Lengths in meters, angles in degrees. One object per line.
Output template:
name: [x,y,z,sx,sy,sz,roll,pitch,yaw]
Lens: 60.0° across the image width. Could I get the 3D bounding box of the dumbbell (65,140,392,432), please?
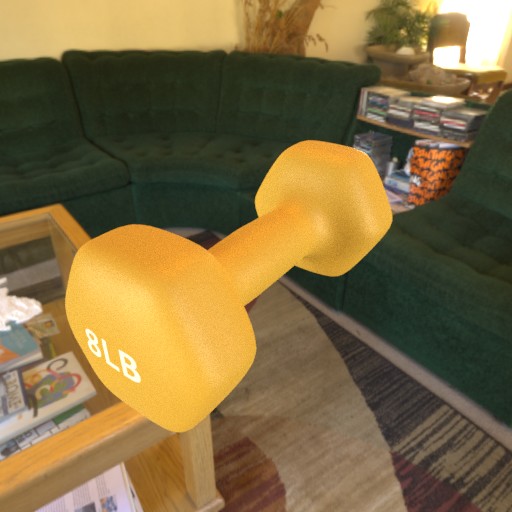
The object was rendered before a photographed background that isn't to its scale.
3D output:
dumbbell: [0.000,0.000,0.237,0.090,0.082,0.190,21,37,31]
